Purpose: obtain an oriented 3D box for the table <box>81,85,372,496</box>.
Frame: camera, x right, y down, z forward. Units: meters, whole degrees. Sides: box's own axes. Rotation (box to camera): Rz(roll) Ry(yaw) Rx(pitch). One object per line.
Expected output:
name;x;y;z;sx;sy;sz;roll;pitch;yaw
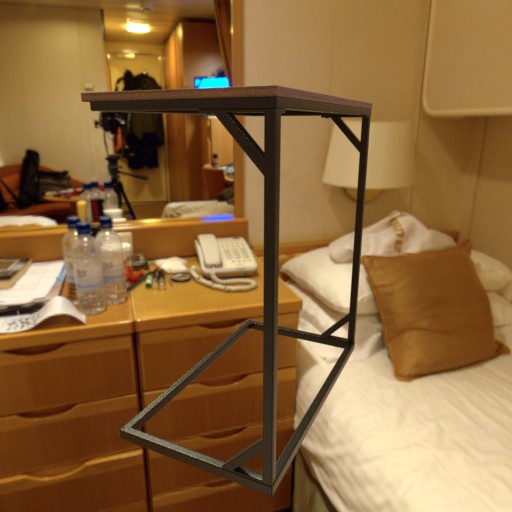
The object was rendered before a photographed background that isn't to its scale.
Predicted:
table;0.000;0.000;1.007;0.351;0.673;0.597;8;18;25
